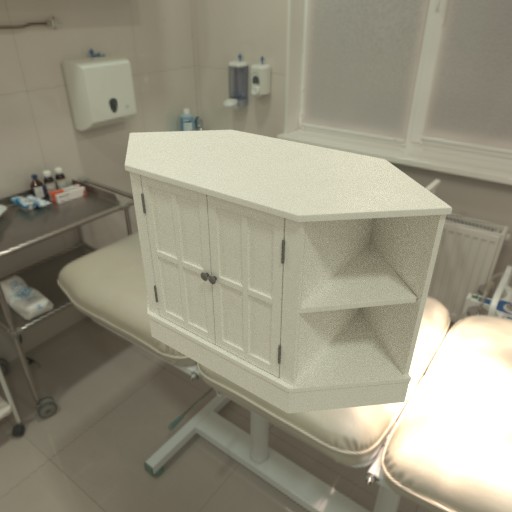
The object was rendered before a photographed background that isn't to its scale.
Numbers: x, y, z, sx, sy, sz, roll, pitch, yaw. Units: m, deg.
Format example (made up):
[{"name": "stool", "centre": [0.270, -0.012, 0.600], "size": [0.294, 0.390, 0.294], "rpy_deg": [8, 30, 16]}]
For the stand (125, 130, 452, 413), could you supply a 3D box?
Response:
[{"name": "stand", "centre": [0.000, 0.000, 1.402], "size": [1.072, 0.614, 0.477], "rpy_deg": [20, 36, 31]}]
